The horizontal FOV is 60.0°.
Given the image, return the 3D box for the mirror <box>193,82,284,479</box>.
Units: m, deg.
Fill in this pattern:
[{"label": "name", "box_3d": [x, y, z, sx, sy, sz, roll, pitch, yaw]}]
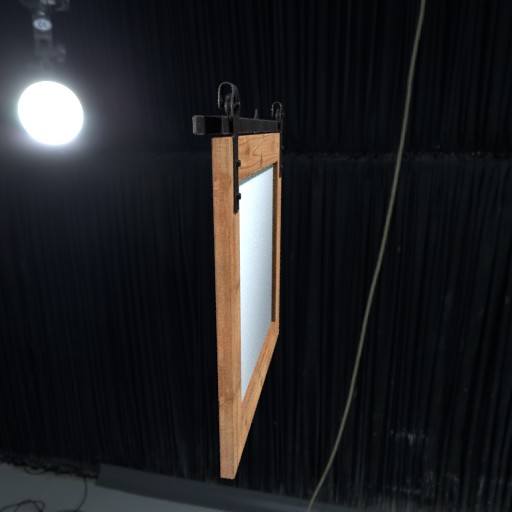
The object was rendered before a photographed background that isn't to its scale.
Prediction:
[{"label": "mirror", "box_3d": [0.000, 0.000, 1.168, 0.054, 0.800, 0.805, 3, 16, 10]}]
